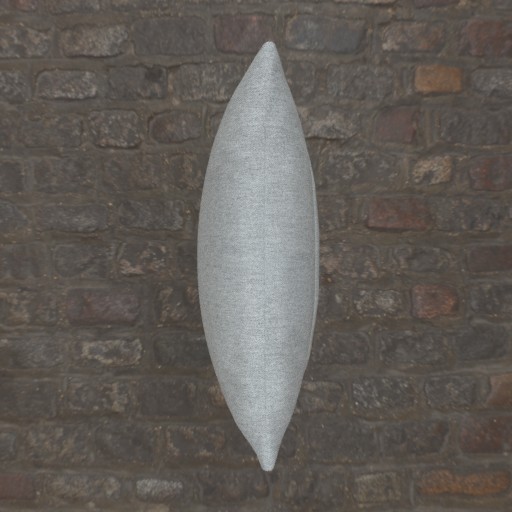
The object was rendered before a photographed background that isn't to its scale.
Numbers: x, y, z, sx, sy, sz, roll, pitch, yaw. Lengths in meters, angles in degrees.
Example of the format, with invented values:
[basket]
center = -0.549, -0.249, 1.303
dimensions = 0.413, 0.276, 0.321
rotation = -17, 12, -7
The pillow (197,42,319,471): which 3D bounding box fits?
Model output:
[pillow]
center = 0.000, 0.000, 0.660
dimensions = 0.173, 0.436, 0.433
rotation = 0, 90, -1
